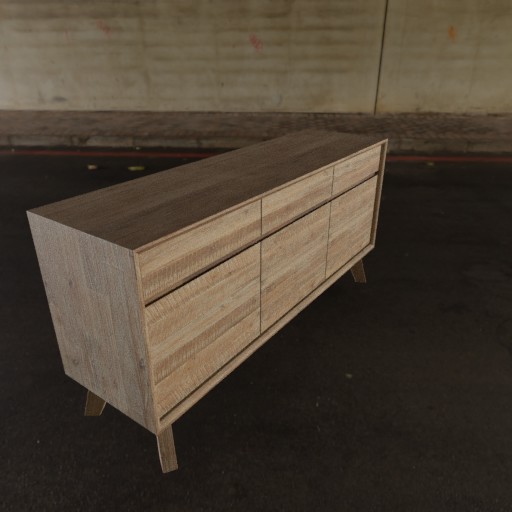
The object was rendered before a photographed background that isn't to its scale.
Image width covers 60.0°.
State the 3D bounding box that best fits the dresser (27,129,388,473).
[{"bbox_3d":[0.000,0.000,1.896,0.455,0.788,1.602,17,31,32],"label":"dresser"}]
